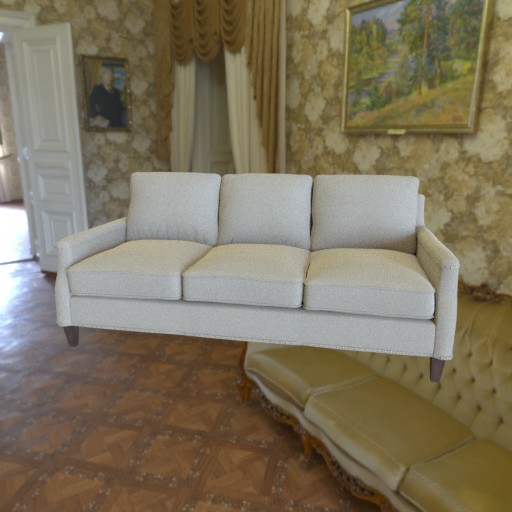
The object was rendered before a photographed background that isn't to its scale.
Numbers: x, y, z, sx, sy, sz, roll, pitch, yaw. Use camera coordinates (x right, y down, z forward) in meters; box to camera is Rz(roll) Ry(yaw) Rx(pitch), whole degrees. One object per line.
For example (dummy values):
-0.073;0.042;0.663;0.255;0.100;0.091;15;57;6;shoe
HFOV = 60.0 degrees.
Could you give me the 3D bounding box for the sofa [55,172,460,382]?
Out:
0.000;0.000;2.855;2.246;1.003;1.084;3;15;11;sofa
